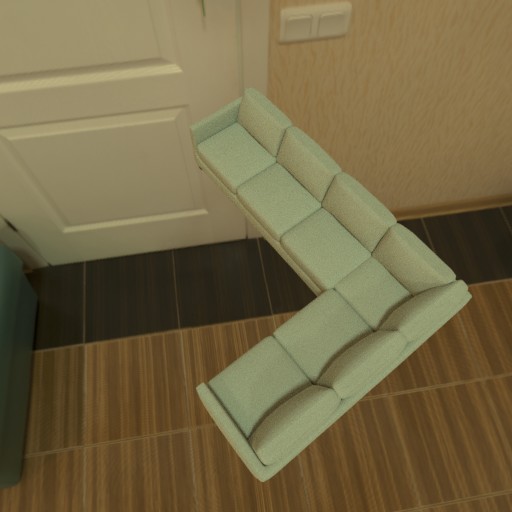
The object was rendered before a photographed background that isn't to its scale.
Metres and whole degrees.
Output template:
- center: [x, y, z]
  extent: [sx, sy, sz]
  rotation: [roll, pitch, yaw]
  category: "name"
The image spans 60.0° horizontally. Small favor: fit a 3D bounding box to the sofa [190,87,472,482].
- center: [0.000, 0.000, 4.509]
  extent: [2.522, 0.934, 3.333]
  rotation: [-35, 69, -16]
  category: "sofa"
